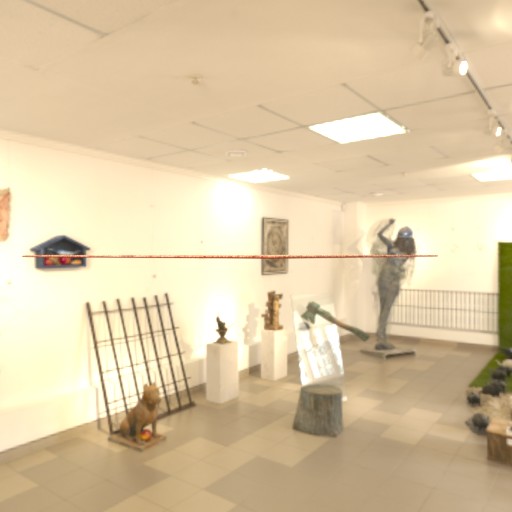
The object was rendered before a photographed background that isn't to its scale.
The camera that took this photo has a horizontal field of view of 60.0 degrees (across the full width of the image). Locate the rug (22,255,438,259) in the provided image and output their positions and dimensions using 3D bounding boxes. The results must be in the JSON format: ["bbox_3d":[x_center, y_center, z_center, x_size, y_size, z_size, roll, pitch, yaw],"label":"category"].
[{"bbox_3d":[0.000,0.000,4.071,2.441,0.016,3.050,0,0,36],"label":"rug"}]
